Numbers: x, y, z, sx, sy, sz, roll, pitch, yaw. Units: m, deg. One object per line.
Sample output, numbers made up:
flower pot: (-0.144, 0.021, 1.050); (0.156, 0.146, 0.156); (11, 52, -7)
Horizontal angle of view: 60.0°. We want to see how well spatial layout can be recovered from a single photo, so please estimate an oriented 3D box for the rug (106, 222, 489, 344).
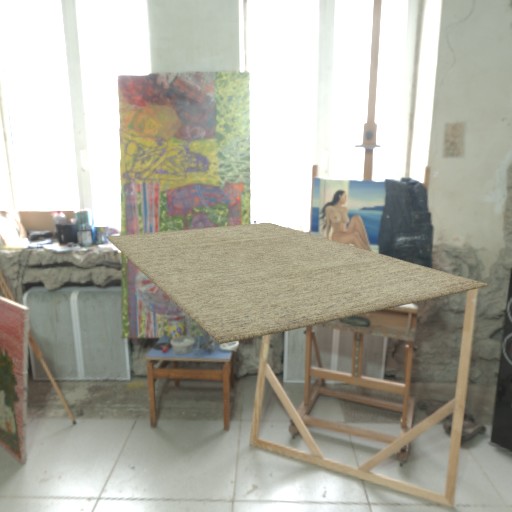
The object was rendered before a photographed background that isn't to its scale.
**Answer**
rug: (0.000, 0.000, 2.337); (1.211, 0.018, 1.822); (-7, 15, -27)
